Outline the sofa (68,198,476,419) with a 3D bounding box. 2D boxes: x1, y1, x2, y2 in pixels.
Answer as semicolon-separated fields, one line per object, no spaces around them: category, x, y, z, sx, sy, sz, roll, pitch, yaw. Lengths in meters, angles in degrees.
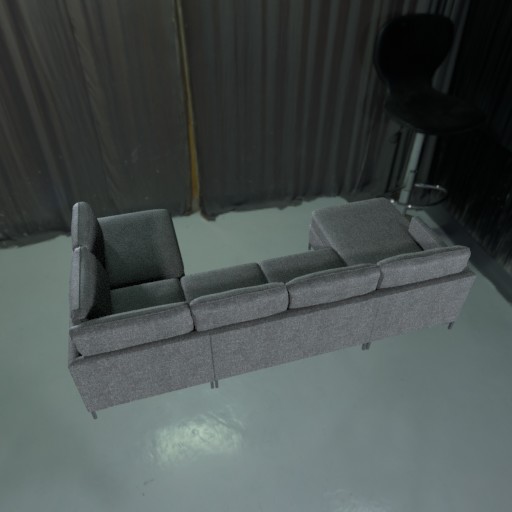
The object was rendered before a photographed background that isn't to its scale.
sofa;0.000;0.000;4.334;3.423;0.999;2.048;-11;42;-12
